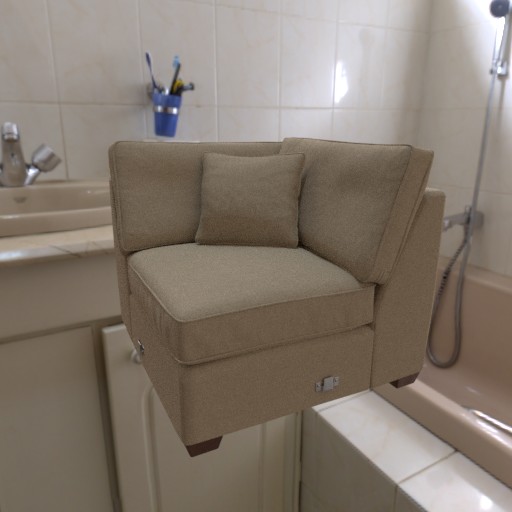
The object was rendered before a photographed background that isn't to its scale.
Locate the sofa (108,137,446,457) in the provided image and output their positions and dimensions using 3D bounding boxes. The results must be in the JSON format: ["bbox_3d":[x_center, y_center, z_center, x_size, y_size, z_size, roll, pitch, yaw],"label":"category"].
[{"bbox_3d":[0.000,0.000,1.971,1.084,1.002,1.146,-8,18,-26],"label":"sofa"}]
